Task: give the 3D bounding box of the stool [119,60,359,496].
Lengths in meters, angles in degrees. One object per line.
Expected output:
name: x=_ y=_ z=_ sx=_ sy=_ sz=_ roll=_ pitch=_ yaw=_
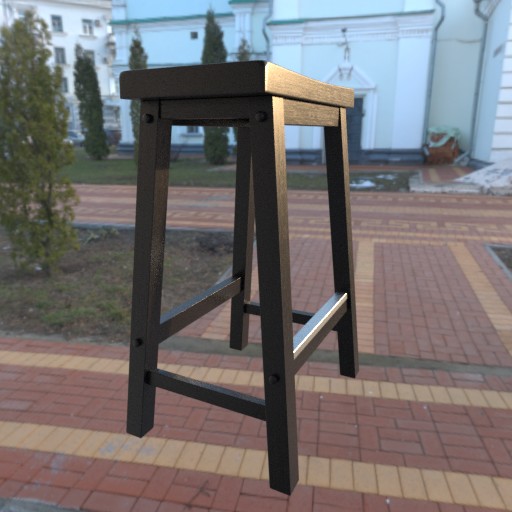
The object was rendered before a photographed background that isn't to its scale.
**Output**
stool: x=0.000 y=0.000 z=0.827 sx=0.322 sy=0.610 sz=0.406 roll=8 pitch=17 yaw=26
